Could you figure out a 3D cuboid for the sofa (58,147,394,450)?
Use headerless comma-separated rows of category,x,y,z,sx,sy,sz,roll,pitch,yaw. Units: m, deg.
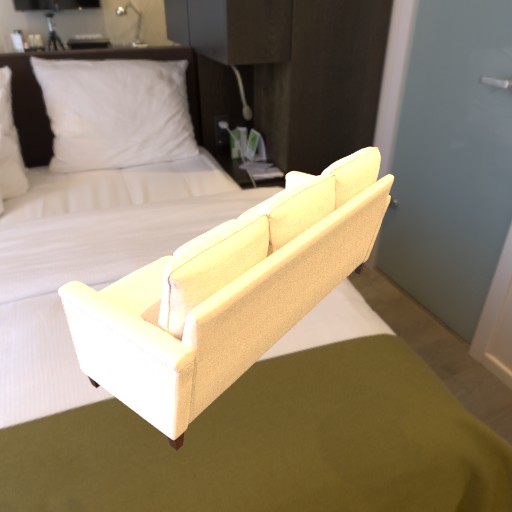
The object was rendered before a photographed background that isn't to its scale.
sofa,0.000,0.000,2.503,0.828,0.961,1.925,22,37,32
